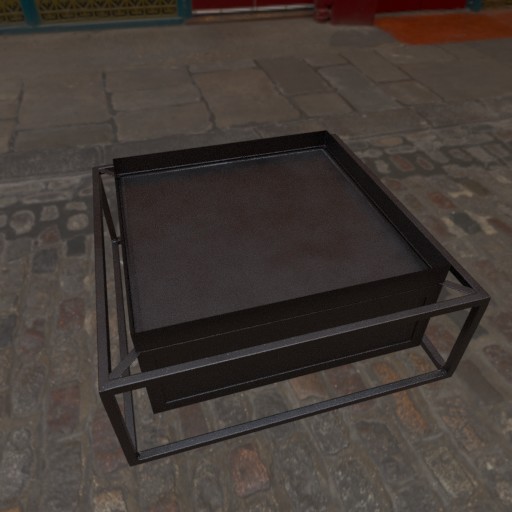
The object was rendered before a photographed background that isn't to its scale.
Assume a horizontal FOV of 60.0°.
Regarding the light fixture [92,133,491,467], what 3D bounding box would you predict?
[{"bbox_3d":[0.000,0.000,0.670,0.441,0.191,0.441,-11,42,-12],"label":"light fixture"}]
